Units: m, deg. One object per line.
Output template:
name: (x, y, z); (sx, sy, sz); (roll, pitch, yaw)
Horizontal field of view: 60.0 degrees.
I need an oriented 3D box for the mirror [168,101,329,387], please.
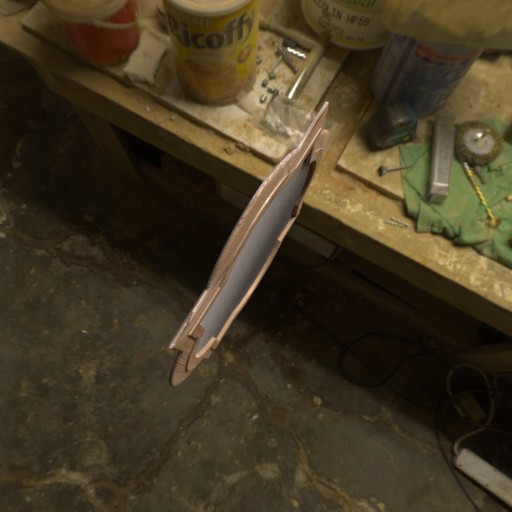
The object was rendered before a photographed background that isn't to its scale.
mirror: (0.000, 0.000, 1.061); (0.019, 0.686, 0.686); (30, 77, 8)
